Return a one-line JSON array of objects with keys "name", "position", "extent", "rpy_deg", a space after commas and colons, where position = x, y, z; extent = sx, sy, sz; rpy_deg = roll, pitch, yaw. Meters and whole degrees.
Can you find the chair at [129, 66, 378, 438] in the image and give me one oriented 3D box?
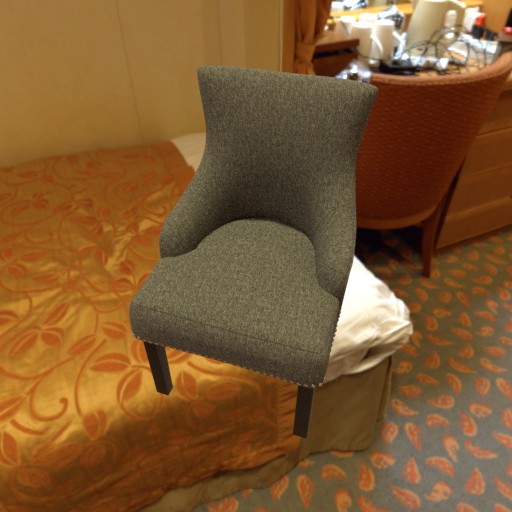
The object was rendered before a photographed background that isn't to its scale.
[{"name": "chair", "position": [0.000, 0.000, 1.325], "extent": [0.566, 0.909, 0.629], "rpy_deg": [12, 42, 14]}]
